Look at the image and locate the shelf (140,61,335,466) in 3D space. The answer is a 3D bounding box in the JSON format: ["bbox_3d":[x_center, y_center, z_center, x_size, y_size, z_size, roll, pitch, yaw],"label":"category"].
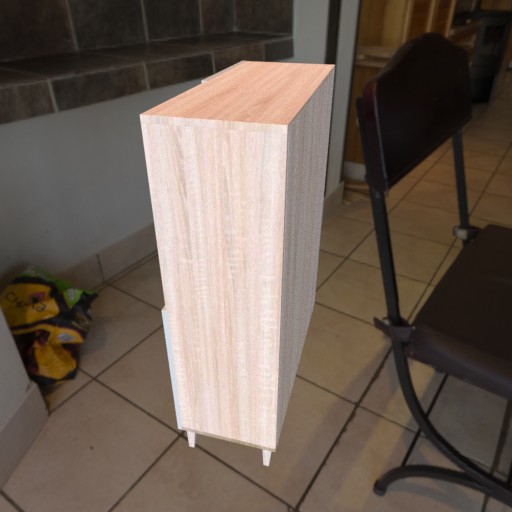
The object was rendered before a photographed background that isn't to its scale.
[{"bbox_3d":[0.000,0.000,1.903,0.434,1.405,0.995,8,32,13],"label":"shelf"}]
